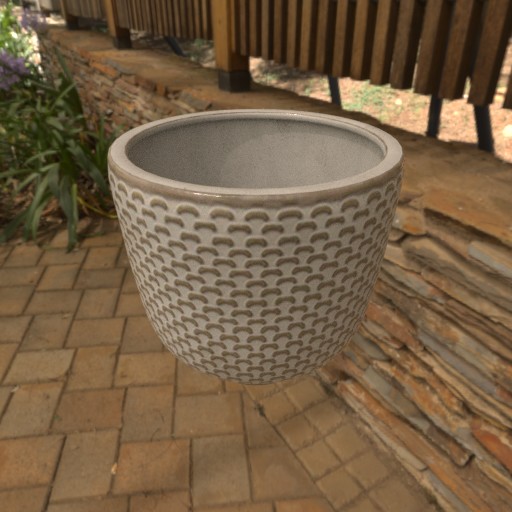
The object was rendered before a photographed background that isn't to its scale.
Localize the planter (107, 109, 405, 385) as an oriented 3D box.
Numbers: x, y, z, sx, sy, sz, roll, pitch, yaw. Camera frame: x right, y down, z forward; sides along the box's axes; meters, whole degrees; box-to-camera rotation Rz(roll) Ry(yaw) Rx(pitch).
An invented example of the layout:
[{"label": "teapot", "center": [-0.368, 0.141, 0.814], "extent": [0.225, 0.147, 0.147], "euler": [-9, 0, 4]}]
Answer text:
[{"label": "planter", "center": [0.000, 0.000, 0.304], "extent": [0.173, 0.160, 0.173], "euler": [0, 31, 0]}]
